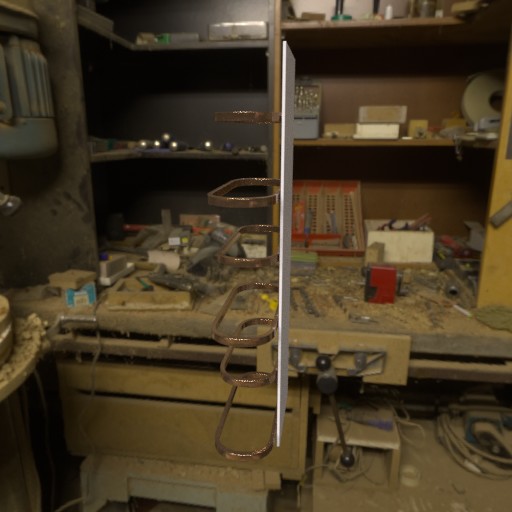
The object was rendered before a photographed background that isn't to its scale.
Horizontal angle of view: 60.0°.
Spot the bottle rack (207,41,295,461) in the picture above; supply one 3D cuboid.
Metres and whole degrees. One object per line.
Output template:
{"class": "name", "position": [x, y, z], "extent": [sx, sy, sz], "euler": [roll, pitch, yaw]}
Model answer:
{"class": "bottle rack", "position": [0.000, 0.000, 0.839], "extent": [0.118, 0.709, 0.332], "euler": [2, 16, 9]}
